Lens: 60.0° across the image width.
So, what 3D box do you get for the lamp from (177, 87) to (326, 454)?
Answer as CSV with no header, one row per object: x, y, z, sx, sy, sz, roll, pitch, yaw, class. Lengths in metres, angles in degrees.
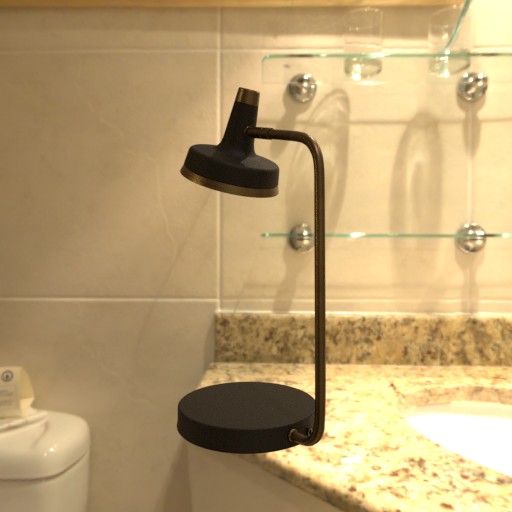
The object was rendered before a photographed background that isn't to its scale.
0.000,0.000,0.496,0.162,0.385,0.218,0,1,-35,lamp
